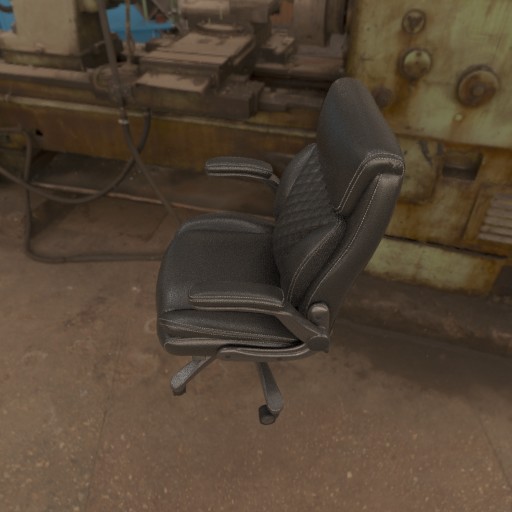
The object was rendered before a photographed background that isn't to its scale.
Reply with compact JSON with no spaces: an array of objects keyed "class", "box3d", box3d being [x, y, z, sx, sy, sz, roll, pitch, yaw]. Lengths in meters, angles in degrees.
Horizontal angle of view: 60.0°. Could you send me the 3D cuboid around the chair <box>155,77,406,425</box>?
[{"class":"chair","box3d":[0.000,0.000,1.582,0.724,1.110,0.782,-1,41,-1]}]
